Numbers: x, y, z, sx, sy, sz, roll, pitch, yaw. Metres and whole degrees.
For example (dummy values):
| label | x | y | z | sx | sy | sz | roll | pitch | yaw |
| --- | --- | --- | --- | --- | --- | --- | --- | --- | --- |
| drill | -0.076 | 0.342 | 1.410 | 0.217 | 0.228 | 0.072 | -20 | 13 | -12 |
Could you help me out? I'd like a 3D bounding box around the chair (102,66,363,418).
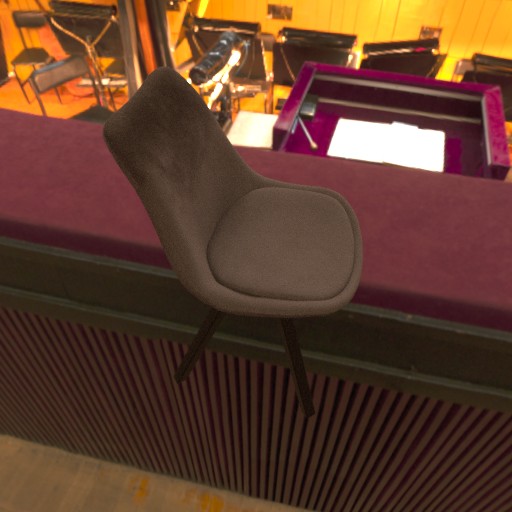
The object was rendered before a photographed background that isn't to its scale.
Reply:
| label | x | y | z | sx | sy | sz | roll | pitch | yaw |
| --- | --- | --- | --- | --- | --- | --- | --- | --- | --- |
| chair | 0.000 | 0.000 | 1.179 | 0.550 | 0.850 | 0.476 | 10 | 47 | 10 |
